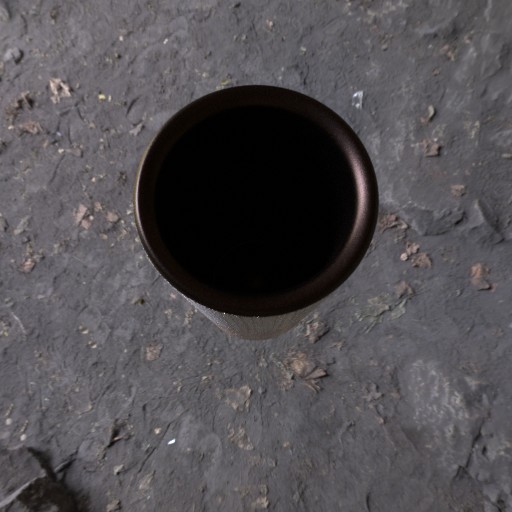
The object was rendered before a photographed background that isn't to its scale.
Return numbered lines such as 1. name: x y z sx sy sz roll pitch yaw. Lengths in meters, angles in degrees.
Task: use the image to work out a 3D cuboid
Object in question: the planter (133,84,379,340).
1. planter: 0.000 0.000 0.288 0.100 0.227 0.100 -13 77 -3
